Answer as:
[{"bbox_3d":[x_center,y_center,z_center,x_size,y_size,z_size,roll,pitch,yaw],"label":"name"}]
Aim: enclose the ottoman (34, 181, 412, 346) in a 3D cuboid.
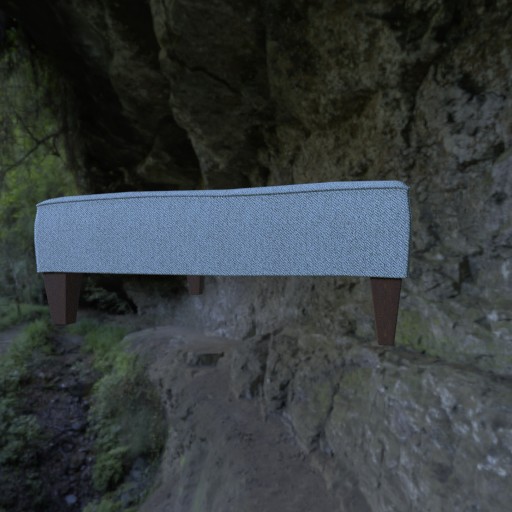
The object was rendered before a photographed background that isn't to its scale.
[{"bbox_3d":[0.000,0.000,1.543,1.004,0.379,0.968,0,1,18],"label":"ottoman"}]
